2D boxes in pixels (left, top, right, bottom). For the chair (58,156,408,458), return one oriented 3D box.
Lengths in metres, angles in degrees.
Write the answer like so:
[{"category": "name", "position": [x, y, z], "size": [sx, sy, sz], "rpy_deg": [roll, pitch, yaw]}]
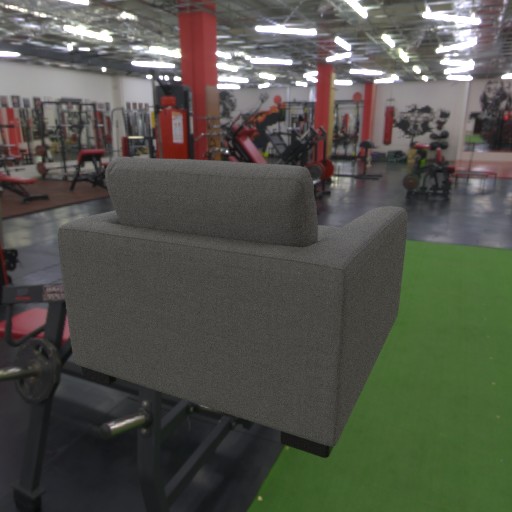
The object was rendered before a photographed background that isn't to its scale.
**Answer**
[{"category": "chair", "position": [0.000, 0.000, 1.877], "size": [1.070, 0.847, 1.100], "rpy_deg": [8, 18, 25]}]
